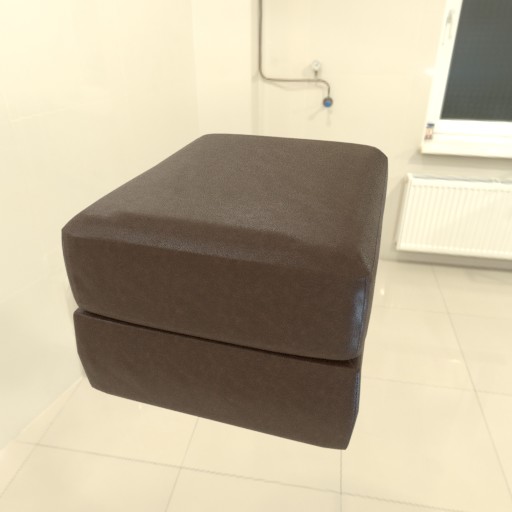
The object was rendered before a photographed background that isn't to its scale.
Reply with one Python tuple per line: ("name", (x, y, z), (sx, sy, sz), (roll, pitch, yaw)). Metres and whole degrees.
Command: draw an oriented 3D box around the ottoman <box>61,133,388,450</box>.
("ottoman", (0.000, 0.000, 1.137), (0.603, 0.476, 0.751), (8, 30, 15))
